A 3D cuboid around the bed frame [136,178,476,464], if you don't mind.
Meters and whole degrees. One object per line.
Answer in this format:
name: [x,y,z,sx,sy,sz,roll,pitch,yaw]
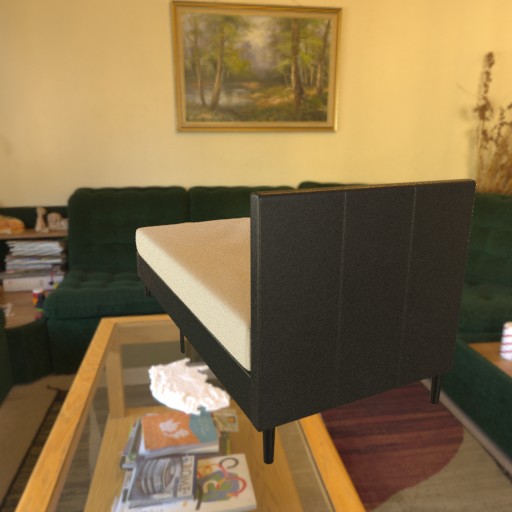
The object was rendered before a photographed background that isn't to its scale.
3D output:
bed frame: [0.000,0.000,2.519,1.038,1.046,2.152,-7,17,-25]
